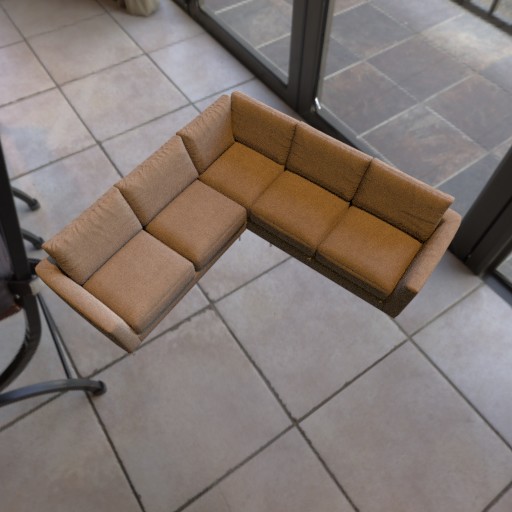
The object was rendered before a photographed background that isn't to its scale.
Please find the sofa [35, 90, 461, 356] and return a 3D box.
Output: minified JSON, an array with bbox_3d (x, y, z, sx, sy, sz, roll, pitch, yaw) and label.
[{"bbox_3d":[0.000,0.000,3.624,2.438,0.864,2.438,32,64,18],"label":"sofa"}]
